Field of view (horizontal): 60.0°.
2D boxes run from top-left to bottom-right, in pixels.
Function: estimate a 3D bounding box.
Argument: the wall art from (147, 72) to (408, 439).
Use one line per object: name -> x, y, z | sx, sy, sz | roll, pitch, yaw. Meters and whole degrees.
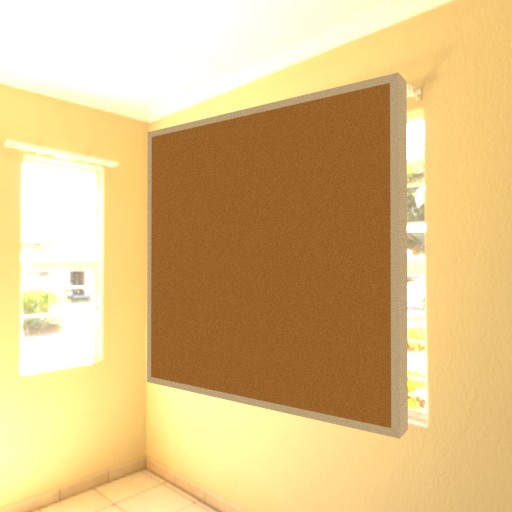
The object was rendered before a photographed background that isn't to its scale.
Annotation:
wall art -> 0.000, 0.000, 0.464 | 0.304, 0.304, 0.024 | 0, -1, 34
